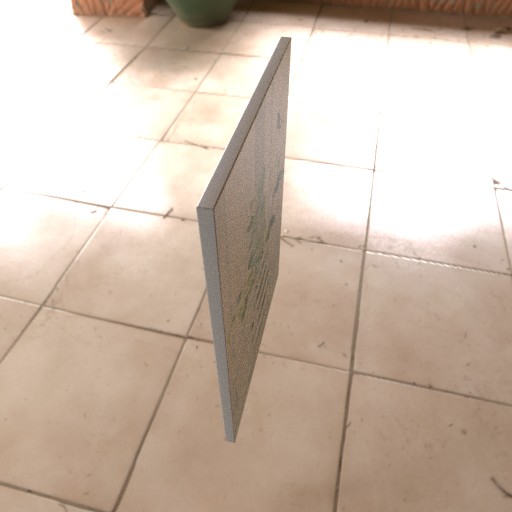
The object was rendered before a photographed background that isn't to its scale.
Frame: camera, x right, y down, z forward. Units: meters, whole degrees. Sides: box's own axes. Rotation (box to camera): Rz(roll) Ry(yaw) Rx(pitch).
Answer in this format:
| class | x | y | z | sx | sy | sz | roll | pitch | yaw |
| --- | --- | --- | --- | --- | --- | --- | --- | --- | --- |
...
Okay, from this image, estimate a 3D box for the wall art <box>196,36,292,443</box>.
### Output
| class | x | y | z | sx | sy | sz | roll | pitch | yaw |
| --- | --- | --- | --- | --- | --- | --- | --- | --- | --- |
| wall art | 0.000 | 0.000 | 1.629 | 0.038 | 1.212 | 0.914 | 9 | 47 | 9 |
